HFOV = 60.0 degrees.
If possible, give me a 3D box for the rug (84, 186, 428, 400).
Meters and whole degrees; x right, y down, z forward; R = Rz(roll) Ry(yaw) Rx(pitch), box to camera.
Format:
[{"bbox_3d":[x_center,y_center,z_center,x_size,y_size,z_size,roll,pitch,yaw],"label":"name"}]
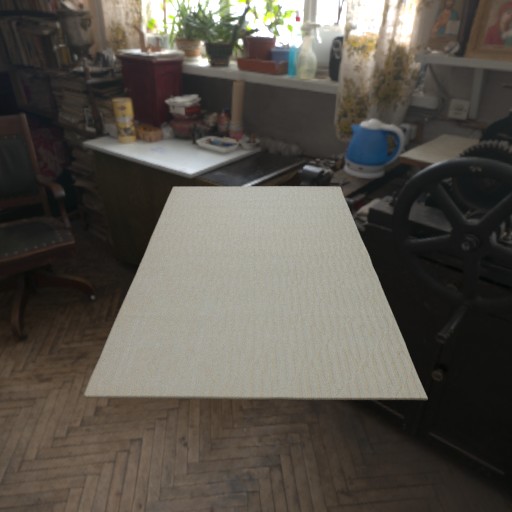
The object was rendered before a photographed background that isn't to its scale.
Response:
[{"bbox_3d":[0.000,0.000,2.998,1.531,0.014,2.441,0,31,0],"label":"rug"}]
